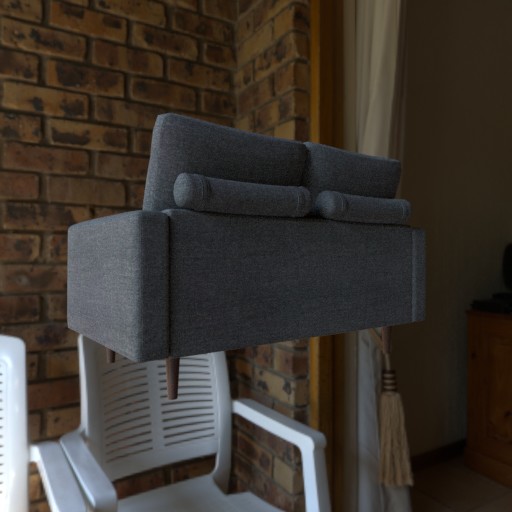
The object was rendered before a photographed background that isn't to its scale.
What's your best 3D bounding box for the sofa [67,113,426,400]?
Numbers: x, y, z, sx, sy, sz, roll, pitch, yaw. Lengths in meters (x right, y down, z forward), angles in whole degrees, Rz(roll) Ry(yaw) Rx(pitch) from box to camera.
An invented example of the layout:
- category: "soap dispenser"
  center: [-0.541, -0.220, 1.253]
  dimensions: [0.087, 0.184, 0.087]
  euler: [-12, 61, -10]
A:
- category: "sofa"
  center: [0.000, 0.000, 1.959]
  dimensions: [1.407, 0.907, 0.842]
  euler: [0, 0, -36]
